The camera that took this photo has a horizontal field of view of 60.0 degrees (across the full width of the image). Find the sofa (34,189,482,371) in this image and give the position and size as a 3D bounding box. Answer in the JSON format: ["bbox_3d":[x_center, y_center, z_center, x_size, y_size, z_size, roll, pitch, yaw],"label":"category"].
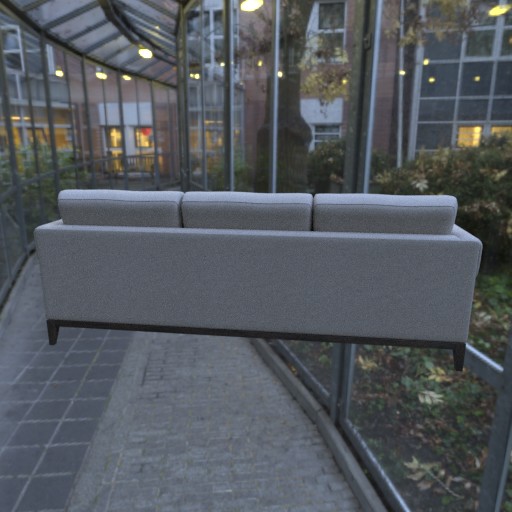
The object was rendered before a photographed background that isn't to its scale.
[{"bbox_3d":[0.000,0.000,2.650,2.210,0.838,0.959,2,15,7],"label":"sofa"}]
